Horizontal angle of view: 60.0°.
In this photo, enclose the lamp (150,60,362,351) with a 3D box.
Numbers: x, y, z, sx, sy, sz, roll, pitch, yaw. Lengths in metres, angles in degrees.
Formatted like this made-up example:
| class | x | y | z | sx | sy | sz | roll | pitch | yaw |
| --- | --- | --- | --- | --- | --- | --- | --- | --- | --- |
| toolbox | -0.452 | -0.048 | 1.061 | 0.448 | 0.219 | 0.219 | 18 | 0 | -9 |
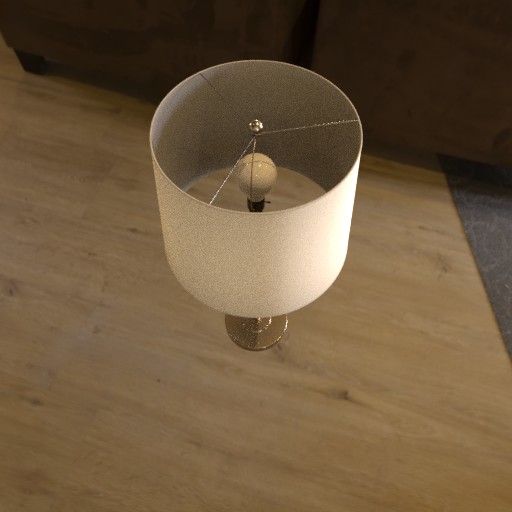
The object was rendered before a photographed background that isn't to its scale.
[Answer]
| class | x | y | z | sx | sy | sz | roll | pitch | yaw |
| --- | --- | --- | --- | --- | --- | --- | --- | --- | --- |
| lamp | 0.000 | 0.000 | 0.881 | 0.333 | 0.696 | 0.333 | 0 | 60 | 0 |
